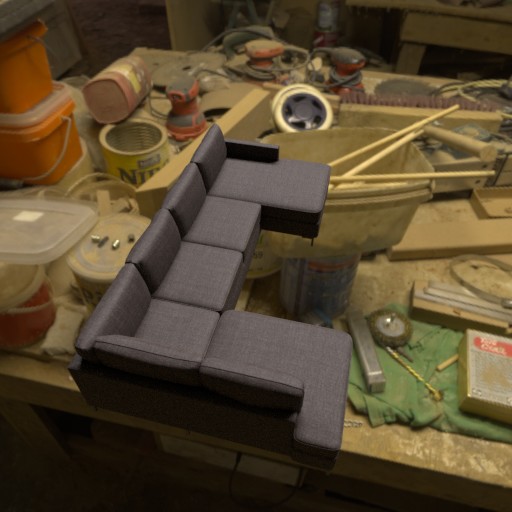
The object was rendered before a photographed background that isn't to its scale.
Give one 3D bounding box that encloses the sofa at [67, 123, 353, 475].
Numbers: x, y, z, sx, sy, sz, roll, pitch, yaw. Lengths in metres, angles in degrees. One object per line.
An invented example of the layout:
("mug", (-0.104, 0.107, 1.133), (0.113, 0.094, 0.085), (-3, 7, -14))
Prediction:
("sofa", (0.000, 0.000, 4.383), (2.048, 0.999, 3.423), (10, 47, 10))
